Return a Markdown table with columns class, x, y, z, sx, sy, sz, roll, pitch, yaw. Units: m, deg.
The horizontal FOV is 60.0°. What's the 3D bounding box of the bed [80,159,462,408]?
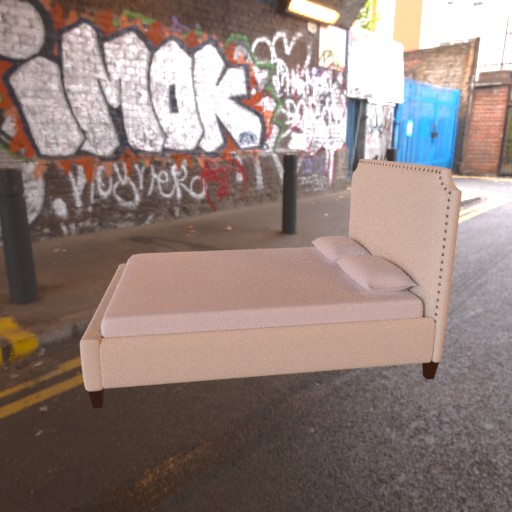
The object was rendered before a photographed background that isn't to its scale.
| class | x | y | z | sx | sy | sz | roll | pitch | yaw |
| --- | --- | --- | --- | --- | --- | --- | --- | --- | --- |
| bed | 0.000 | 0.000 | 3.514 | 2.372 | 1.443 | 1.712 | -2 | 15 | -9 |
